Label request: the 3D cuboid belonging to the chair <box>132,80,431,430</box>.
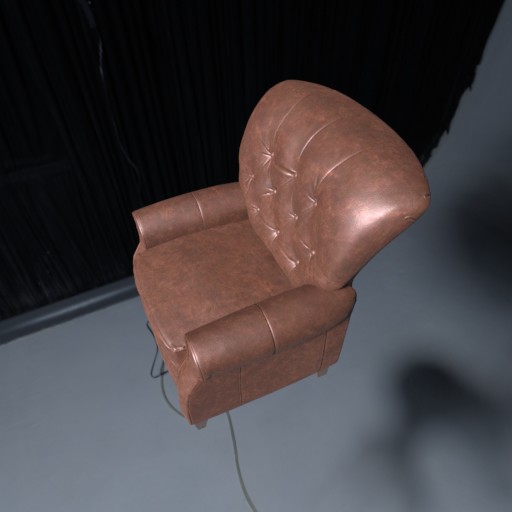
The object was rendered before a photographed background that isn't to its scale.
[{"bbox_3d":[0.000,0.000,1.939,1.031,1.162,0.979,-18,48,-17],"label":"chair"}]
